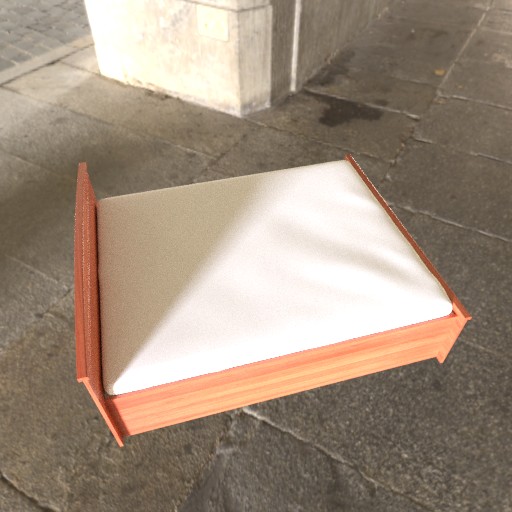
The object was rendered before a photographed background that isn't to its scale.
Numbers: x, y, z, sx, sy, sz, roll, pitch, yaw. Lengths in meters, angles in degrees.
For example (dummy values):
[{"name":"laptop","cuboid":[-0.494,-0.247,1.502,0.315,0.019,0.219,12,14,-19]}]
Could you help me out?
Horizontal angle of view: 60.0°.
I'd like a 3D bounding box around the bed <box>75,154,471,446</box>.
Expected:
[{"name":"bed","cuboid":[0.000,0.000,2.915,2.053,0.848,1.683,-11,47,-10]}]
